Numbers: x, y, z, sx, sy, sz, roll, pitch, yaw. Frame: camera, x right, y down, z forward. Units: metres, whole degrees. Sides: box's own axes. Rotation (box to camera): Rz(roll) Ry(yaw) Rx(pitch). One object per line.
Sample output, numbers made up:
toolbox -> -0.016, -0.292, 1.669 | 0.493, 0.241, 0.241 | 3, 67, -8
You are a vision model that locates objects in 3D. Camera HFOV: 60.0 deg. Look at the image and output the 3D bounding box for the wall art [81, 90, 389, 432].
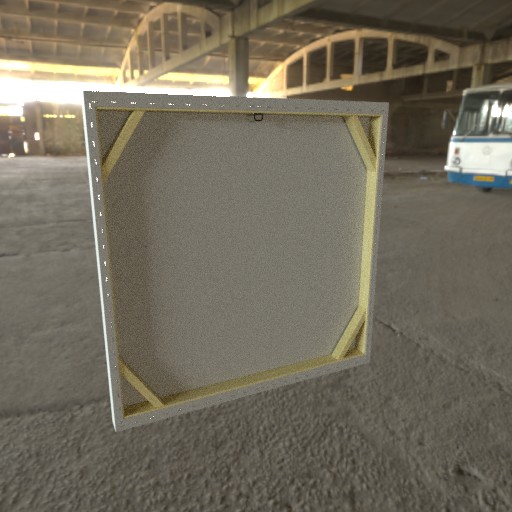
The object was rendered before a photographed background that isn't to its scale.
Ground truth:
wall art -> 0.000, 0.000, 0.905 | 0.610, 0.610, 0.038 | -7, 17, -25
